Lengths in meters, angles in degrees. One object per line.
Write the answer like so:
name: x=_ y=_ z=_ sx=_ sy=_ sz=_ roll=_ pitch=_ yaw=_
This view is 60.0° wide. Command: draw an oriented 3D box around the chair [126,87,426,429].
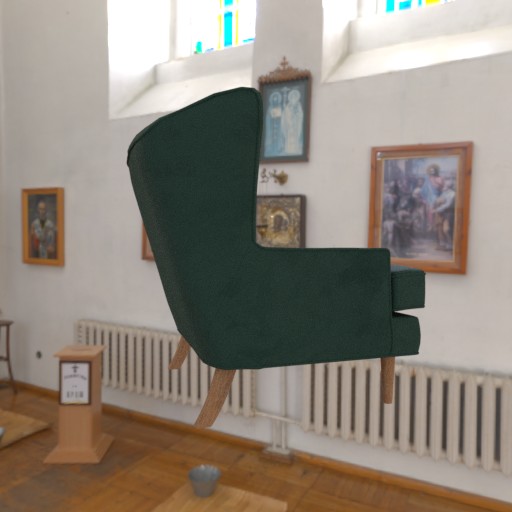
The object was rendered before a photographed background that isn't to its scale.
chair: x=0.000 y=0.000 z=1.633 sx=0.910 sy=0.952 sz=0.793 roll=0 pitch=1 yaw=-18
